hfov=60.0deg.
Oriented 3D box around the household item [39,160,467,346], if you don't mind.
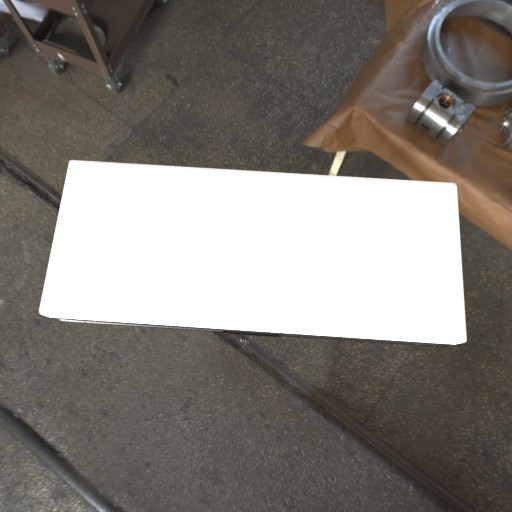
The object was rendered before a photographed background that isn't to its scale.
[{"bbox_3d":[0.000,0.000,2.175,1.905,0.356,0.787,4,74,1],"label":"household item"}]
